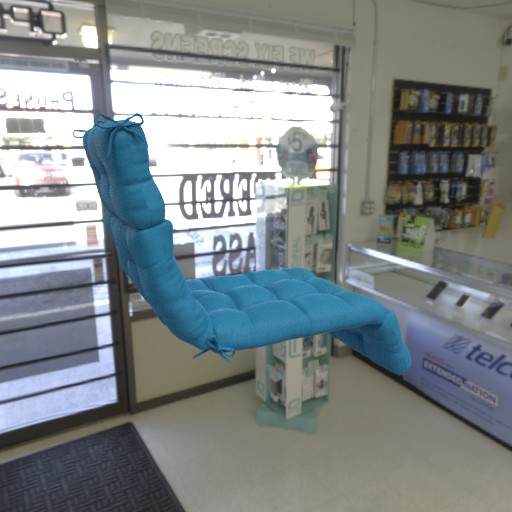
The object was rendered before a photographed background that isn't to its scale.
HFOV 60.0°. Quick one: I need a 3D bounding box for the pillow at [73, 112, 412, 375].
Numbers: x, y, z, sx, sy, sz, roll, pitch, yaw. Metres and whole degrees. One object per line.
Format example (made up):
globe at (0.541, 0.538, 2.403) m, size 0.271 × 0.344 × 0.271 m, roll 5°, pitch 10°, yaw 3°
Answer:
pillow at (0.000, 0.000, 1.464) m, size 1.016 × 0.863 × 0.526 m, roll -7°, pitch 15°, yaw -26°
